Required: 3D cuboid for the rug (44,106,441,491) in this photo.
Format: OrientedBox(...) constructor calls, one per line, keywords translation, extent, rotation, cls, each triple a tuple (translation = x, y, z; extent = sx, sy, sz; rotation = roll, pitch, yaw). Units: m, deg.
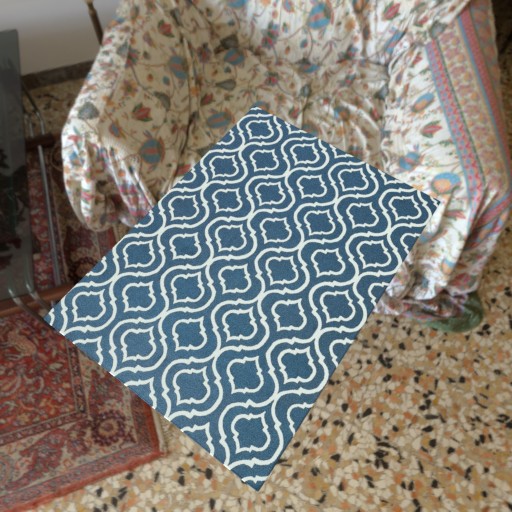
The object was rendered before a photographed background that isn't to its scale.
OrientedBox(translation=(0.000, 0.000, 4.400), extent=(2.438, 0.010, 3.353), rotation=(32, 66, 16), cls="rug")
